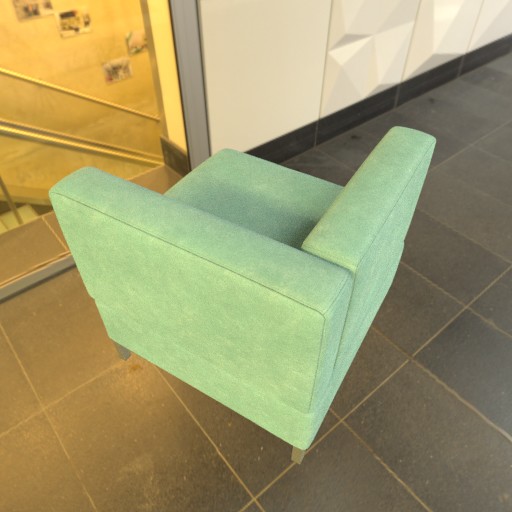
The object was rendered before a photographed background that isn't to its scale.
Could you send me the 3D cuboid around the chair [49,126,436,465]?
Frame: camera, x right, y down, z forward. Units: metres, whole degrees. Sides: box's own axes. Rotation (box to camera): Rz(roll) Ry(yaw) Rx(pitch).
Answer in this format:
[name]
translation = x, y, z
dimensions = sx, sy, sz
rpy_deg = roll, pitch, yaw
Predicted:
[chair]
translation = 0.000, 0.000, 1.227
dimensions = 0.680, 0.660, 0.680
rpy_deg = 23, 50, 21
